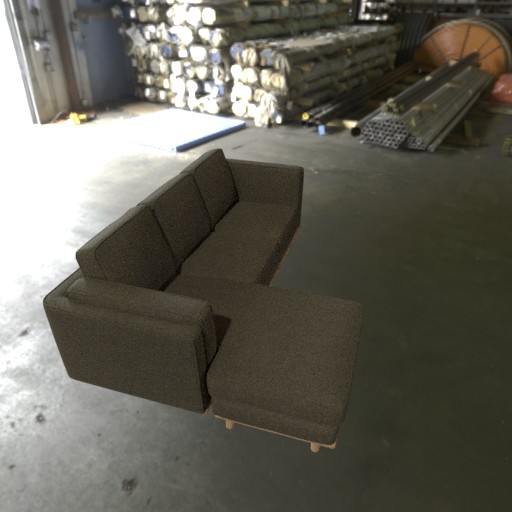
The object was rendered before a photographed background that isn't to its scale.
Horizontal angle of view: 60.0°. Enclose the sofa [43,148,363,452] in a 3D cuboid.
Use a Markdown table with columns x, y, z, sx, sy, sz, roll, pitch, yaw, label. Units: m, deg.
| x | y | z | sx | sy | sz | roll | pitch | yaw | label |
| --- | --- | --- | --- | --- | --- | --- | --- | --- | --- |
| 0.000 | 0.000 | 3.162 | 1.604 | 0.929 | 2.411 | 9 | 32 | 15 | sofa |
